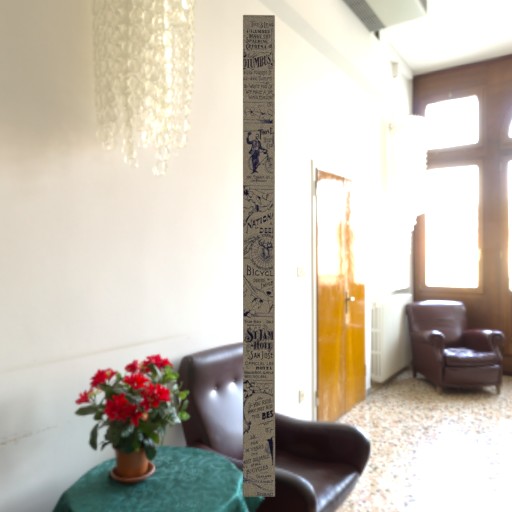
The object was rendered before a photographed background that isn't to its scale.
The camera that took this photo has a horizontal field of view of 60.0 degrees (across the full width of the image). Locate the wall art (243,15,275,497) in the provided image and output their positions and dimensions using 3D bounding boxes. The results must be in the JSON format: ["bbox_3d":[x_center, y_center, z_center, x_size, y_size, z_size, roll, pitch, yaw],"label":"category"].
[{"bbox_3d":[0.000,0.000,0.756,0.040,0.601,0.408,0,0,-1],"label":"wall art"}]
